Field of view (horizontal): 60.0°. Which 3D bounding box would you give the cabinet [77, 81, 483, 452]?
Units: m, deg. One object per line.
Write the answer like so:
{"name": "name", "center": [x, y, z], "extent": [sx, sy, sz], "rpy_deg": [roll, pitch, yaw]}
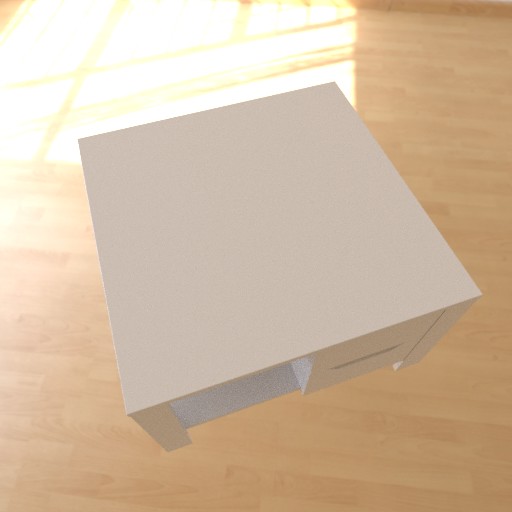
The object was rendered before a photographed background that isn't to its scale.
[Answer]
{"name": "cabinet", "center": [0.000, 0.000, 1.317], "extent": [0.800, 0.460, 0.800], "rpy_deg": [-16, 59, -10]}
